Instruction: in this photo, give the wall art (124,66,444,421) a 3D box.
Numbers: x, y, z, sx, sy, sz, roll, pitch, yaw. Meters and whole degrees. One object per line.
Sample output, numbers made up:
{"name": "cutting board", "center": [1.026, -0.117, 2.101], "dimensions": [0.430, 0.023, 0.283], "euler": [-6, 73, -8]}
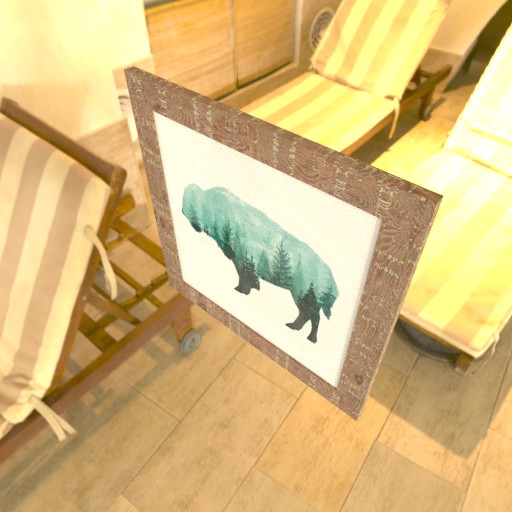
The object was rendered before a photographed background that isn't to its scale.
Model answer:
{"name": "wall art", "center": [0.000, 0.000, 0.565], "dimensions": [0.380, 0.380, 0.022], "euler": [31, 53, 27]}
